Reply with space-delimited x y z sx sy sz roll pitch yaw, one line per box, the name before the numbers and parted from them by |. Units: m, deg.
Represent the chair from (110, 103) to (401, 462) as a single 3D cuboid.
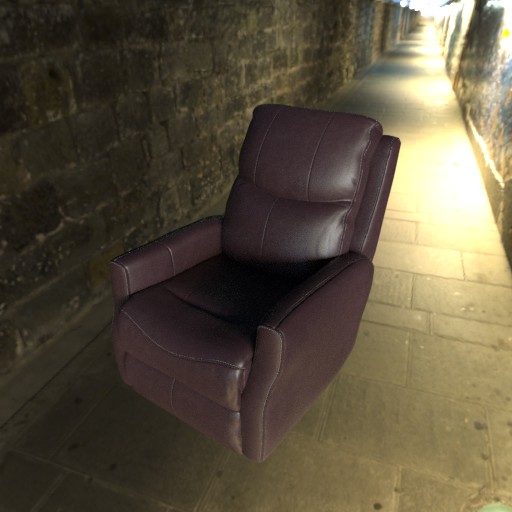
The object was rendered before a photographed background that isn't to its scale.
chair | 0.000 0.000 1.786 0.829 1.030 1.080 18 34 30
